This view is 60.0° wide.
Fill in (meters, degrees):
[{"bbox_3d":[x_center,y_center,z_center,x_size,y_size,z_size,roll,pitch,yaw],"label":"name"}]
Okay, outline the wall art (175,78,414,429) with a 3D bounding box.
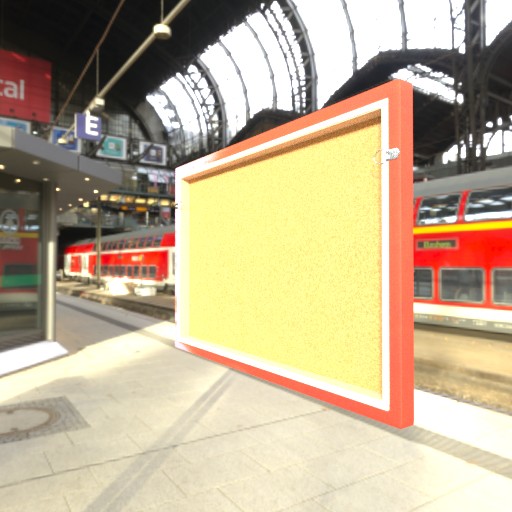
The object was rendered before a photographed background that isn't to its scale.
[{"bbox_3d":[0.000,0.000,1.145,0.040,0.609,0.913,1,-1,-35],"label":"wall art"}]
